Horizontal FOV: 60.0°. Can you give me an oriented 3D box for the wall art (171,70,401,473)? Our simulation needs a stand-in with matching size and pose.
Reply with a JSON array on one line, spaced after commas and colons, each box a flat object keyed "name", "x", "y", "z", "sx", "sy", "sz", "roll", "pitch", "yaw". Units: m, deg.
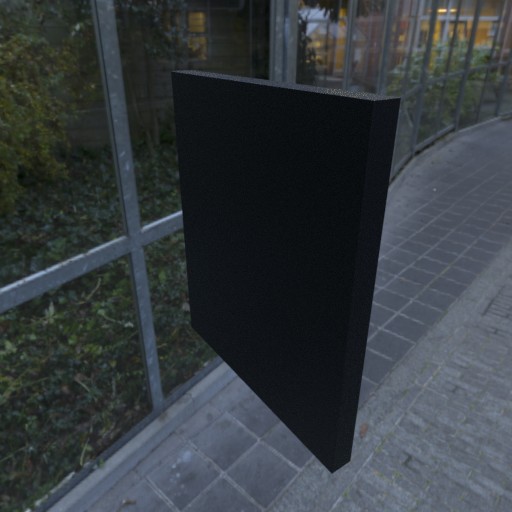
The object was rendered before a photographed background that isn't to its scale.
[{"name": "wall art", "x": 0.000, "y": 0.000, "z": 0.516, "sx": 0.028, "sy": 0.380, "sz": 0.325, "roll": -17, "pitch": 31, "yaw": -31}]
